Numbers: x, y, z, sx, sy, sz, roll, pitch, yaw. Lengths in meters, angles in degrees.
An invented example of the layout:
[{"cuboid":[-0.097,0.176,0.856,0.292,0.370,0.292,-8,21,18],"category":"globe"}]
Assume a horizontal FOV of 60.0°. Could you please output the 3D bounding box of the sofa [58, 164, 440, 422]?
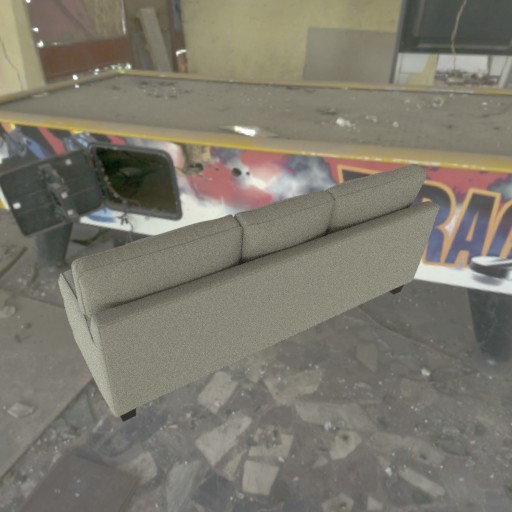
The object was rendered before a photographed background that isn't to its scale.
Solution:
[{"cuboid":[0.000,0.000,2.907,2.323,0.997,1.016,-19,35,-28],"category":"sofa"}]
